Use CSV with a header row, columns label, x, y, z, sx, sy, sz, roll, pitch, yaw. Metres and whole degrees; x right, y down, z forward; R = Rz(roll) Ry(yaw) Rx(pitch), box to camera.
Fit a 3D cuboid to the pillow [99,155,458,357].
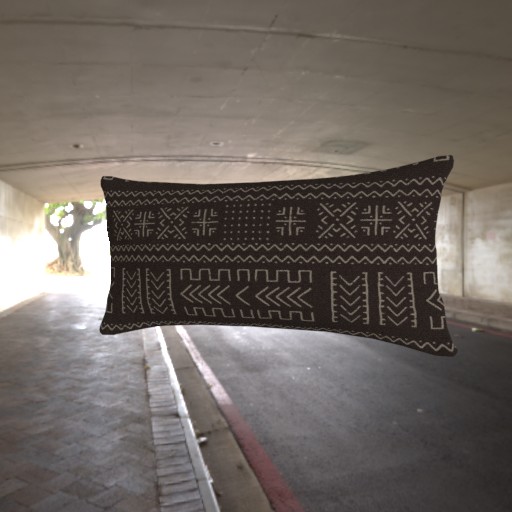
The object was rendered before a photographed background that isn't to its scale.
label,x,y,z,sx,sy,sz,roll,pitch,yaw
pillow,0.000,0.000,0.793,0.667,0.322,0.135,0,1,17
